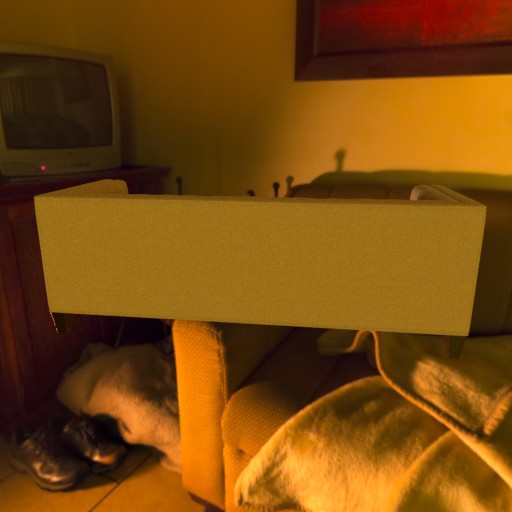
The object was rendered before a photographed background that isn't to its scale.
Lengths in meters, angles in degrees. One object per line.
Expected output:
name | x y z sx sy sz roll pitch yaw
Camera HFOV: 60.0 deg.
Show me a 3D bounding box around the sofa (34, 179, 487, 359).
sofa | 0.000 0.000 2.547 2.159 0.762 0.775 2 16 8
